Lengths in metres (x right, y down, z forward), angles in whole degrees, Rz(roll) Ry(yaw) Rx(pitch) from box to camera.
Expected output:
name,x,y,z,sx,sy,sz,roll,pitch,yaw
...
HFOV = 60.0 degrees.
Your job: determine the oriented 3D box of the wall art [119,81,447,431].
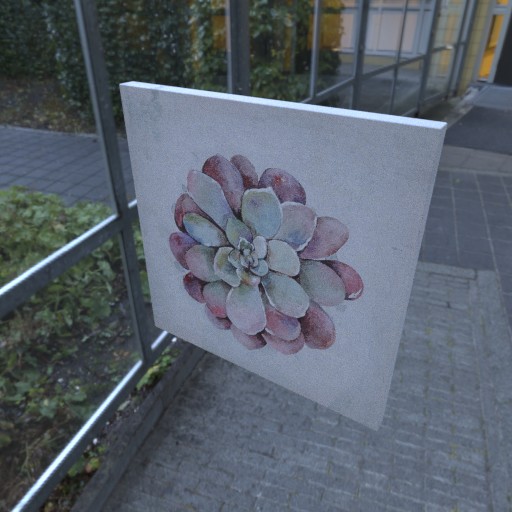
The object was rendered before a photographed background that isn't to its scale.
name,x,y,z,sx,sy,sz,roll,pitch,yaw
wall art,0.000,0.000,0.891,0.605,0.605,0.044,18,35,28
